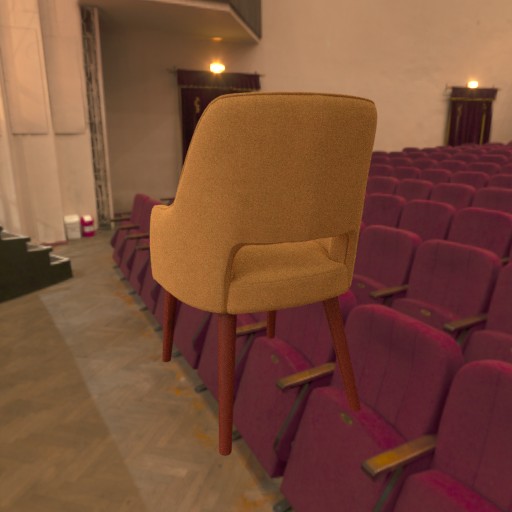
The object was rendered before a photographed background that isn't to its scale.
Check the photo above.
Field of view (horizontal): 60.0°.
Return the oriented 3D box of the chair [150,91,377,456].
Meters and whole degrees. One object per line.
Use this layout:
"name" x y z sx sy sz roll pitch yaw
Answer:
"chair" 0.000 0.000 1.287 0.548 0.849 0.605 -7 17 -25
